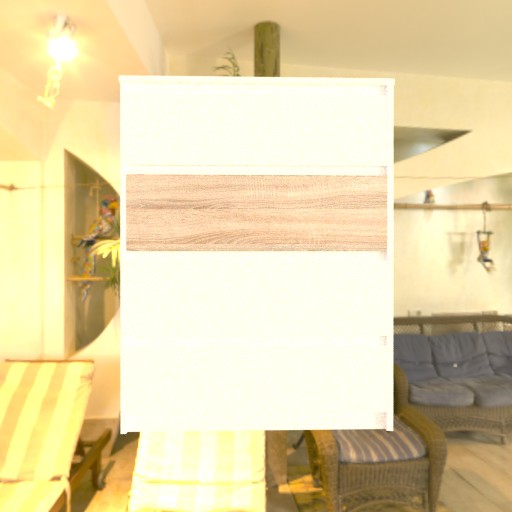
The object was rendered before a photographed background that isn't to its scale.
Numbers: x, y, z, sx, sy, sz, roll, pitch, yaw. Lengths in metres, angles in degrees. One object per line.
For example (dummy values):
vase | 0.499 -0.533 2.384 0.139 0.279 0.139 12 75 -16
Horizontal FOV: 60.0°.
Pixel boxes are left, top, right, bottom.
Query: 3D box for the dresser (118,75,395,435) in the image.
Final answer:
dresser | 0.000 0.000 1.474 0.800 1.040 0.380 0 0 -2
